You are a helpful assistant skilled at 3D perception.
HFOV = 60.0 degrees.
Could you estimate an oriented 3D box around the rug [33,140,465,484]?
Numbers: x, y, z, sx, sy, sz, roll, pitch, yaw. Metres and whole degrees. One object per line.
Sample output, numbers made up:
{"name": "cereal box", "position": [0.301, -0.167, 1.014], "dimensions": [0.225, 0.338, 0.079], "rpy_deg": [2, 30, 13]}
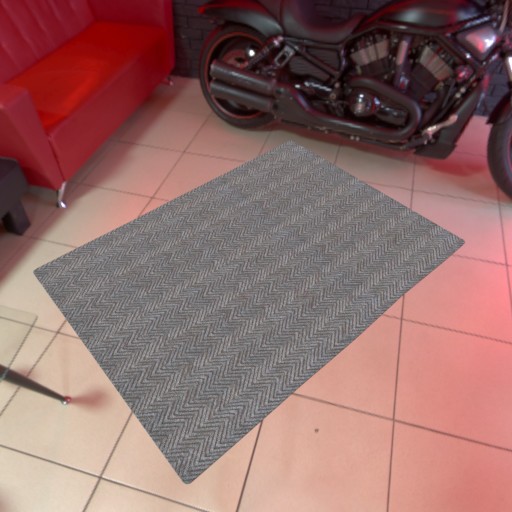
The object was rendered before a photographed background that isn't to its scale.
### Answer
{"name": "rug", "position": [0.000, 0.000, 4.981], "dimensions": [3.957, 0.011, 2.894], "rpy_deg": [-33, 55, -27]}
